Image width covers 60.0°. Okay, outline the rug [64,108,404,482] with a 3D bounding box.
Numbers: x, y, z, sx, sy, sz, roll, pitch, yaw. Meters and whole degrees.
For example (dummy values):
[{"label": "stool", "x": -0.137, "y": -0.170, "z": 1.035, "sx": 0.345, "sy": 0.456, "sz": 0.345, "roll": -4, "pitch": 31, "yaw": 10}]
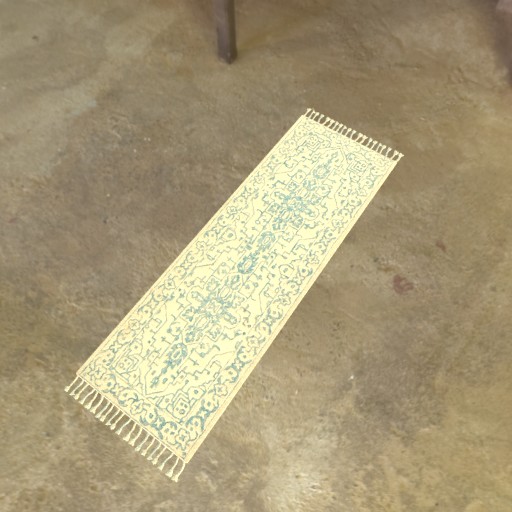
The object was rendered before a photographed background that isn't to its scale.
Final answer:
[{"label": "rug", "x": 0.000, "y": 0.000, "z": 2.682, "sx": 0.774, "sy": 0.011, "sz": 2.449, "roll": 32, "pitch": 67, "yaw": 15}]
